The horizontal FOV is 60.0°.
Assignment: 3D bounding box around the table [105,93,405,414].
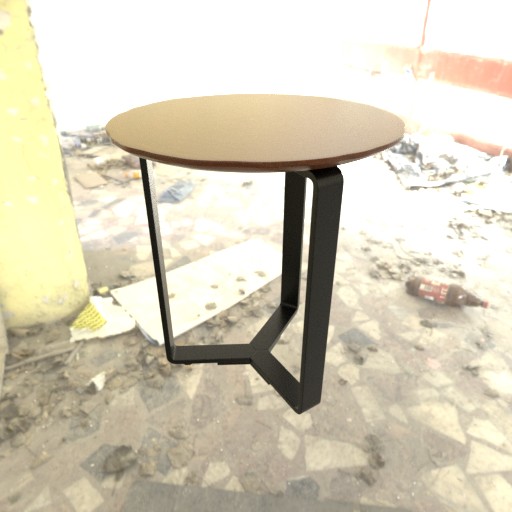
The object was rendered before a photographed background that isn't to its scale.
[{"bbox_3d":[0.000,0.000,0.740,0.410,0.450,0.380,-1,30,-2],"label":"table"}]
